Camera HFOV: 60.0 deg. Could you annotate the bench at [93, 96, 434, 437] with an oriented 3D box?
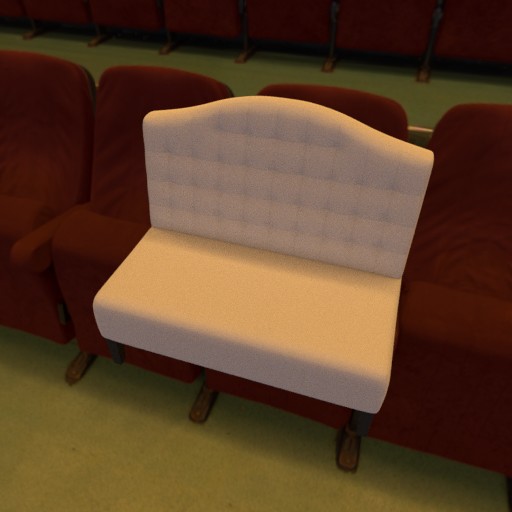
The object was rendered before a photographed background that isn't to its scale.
[{"bbox_3d":[0.000,0.000,2.031,1.335,1.180,0.815,12,43,13],"label":"bench"}]
